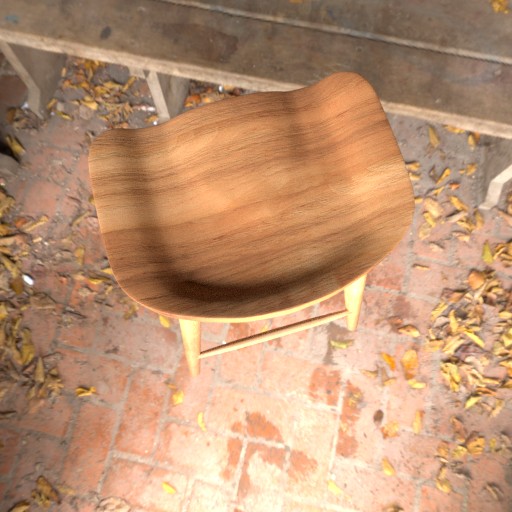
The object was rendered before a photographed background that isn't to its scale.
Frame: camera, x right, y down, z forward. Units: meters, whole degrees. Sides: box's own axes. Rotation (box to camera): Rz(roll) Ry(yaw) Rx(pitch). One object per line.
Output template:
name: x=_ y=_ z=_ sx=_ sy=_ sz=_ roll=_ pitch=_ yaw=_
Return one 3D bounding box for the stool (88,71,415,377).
stool: x=0.000 y=0.000 z=0.861 sx=0.440 sy=0.615 sz=0.361 roll=-16 pitch=76 yaw=-4
